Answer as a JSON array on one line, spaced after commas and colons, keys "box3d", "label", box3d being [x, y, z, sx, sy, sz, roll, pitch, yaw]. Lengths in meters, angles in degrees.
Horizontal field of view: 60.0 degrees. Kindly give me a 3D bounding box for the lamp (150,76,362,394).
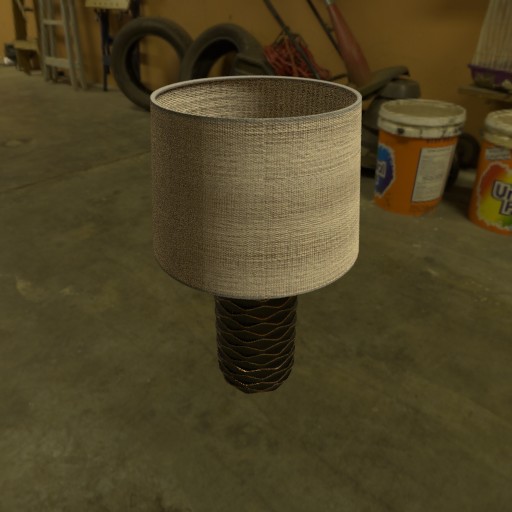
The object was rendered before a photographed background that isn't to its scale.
[{"box3d": [0.000, 0.000, 0.846, 0.376, 0.594, 0.376, 0, 31, 0], "label": "lamp"}]
